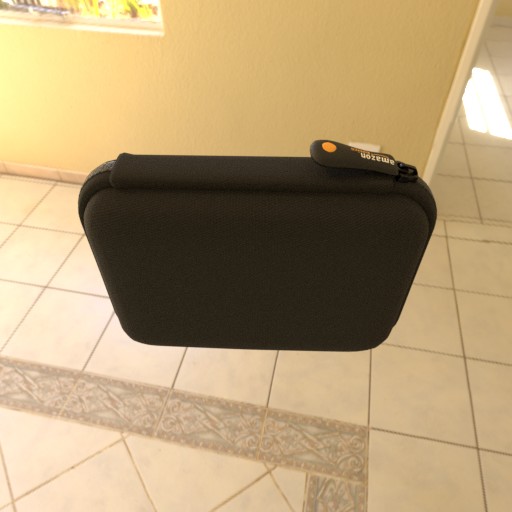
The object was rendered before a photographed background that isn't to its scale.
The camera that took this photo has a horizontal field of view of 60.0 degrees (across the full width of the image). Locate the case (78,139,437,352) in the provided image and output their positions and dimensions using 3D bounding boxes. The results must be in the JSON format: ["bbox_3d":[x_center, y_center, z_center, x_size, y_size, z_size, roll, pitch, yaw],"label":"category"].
[{"bbox_3d":[0.000,0.000,0.181,0.132,0.105,0.038,2,46,1],"label":"case"}]
